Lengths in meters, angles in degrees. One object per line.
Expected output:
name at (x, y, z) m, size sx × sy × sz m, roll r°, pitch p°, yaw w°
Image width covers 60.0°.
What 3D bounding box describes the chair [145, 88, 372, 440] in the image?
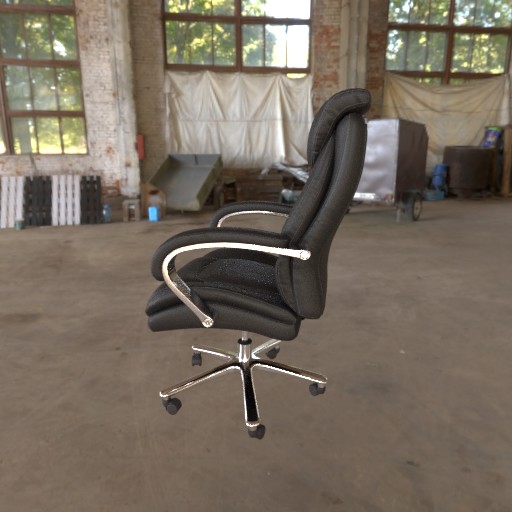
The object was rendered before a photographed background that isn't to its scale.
chair at (0.000, 0.000, 1.730) m, size 0.790 × 1.183 × 0.755 m, roll 3°, pitch 15°, yaw 10°
